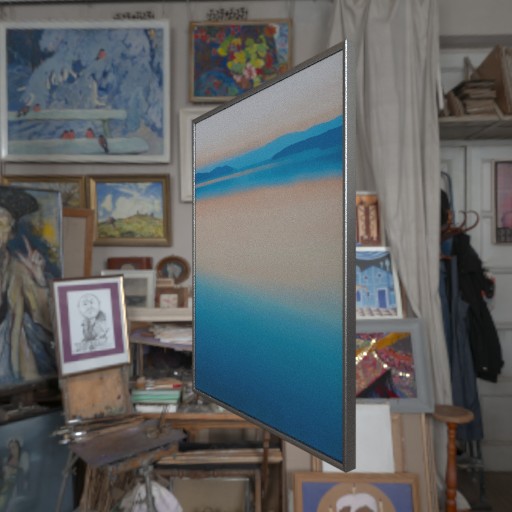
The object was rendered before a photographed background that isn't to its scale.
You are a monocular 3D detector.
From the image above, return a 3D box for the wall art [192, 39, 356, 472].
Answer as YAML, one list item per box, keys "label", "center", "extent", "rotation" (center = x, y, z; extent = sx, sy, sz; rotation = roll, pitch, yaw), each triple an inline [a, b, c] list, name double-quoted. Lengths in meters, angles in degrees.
- label: "wall art"
  center: [0.000, 0.000, 1.418]
  extent: [0.037, 1.062, 0.801]
  rotation: [0, 0, -36]
